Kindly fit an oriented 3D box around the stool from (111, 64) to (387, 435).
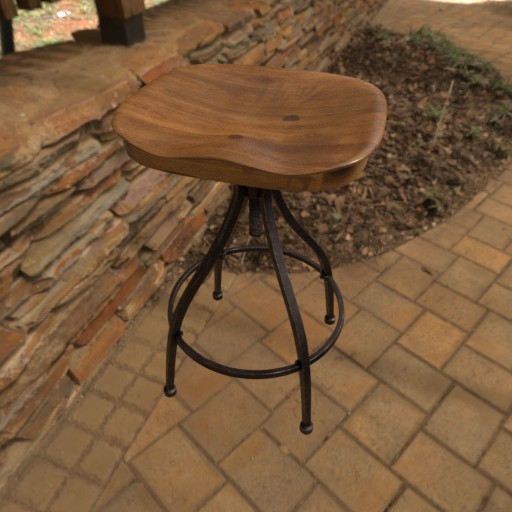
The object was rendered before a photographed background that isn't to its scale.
[{"bbox_3d":[0.000,0.000,0.971,0.432,0.694,0.424,11,42,12],"label":"stool"}]
